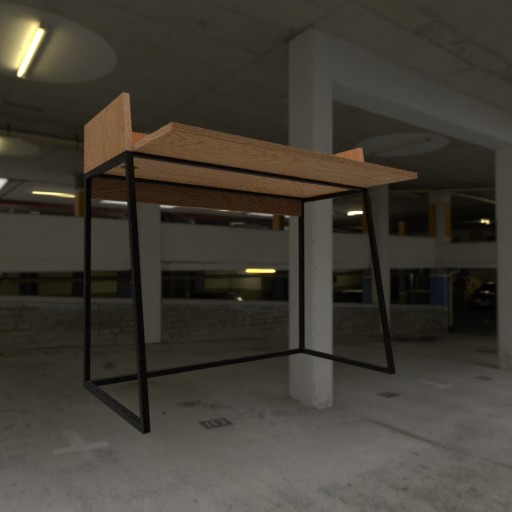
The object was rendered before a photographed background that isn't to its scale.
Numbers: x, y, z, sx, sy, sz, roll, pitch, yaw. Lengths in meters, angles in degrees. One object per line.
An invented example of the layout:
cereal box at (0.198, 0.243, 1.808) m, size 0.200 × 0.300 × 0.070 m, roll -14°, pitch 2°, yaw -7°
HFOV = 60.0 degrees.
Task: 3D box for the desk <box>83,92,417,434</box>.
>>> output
desk at (0.000, 0.000, 1.855) m, size 1.191 × 1.061 × 0.769 m, roll 1°, pitch -1°, yaw -37°
